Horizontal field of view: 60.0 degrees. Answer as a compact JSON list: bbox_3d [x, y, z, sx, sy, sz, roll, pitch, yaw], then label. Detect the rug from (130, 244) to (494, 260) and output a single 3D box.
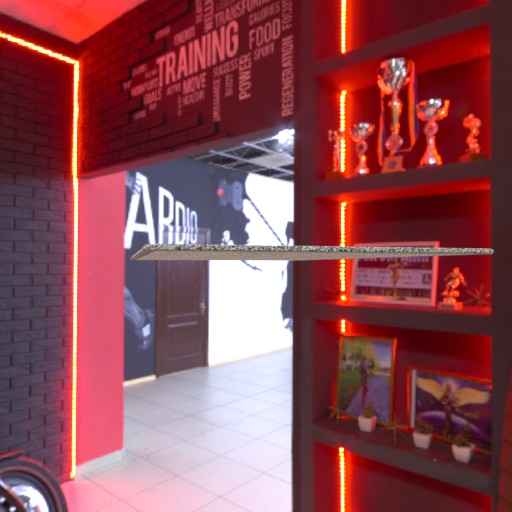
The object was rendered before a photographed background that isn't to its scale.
[{"bbox_3d":[0.000,0.000,3.361,1.778,0.030,2.743,0,-1,-17],"label":"rug"}]
